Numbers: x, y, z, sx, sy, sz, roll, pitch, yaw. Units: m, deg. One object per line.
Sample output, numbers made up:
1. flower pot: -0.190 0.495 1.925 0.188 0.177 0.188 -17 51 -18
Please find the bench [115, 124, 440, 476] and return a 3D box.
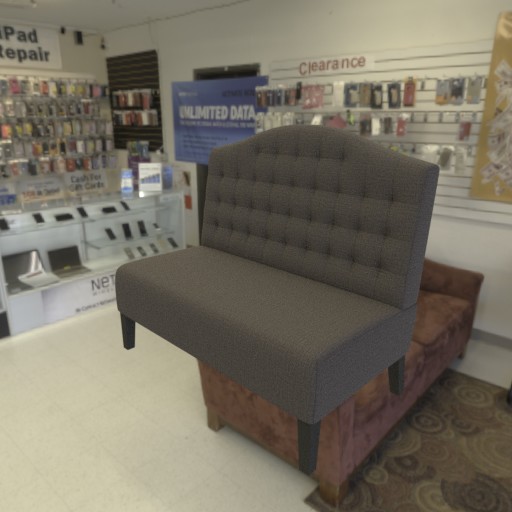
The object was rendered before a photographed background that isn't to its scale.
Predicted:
1. bench: 0.000 0.000 2.094 1.335 1.180 0.815 17 25 42
